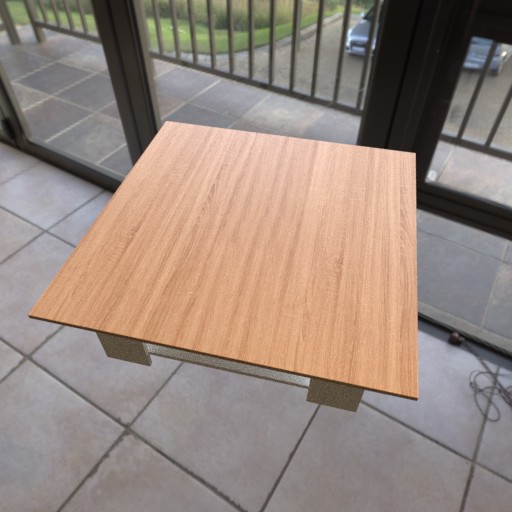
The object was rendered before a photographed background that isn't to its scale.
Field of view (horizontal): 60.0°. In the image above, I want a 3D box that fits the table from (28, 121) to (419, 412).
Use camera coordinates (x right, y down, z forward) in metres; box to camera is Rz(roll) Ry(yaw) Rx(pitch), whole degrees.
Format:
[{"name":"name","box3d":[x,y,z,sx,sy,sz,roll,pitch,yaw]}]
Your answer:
[{"name":"table","box3d":[0.000,0.000,1.375,0.890,0.305,0.890,10,48,9]}]
